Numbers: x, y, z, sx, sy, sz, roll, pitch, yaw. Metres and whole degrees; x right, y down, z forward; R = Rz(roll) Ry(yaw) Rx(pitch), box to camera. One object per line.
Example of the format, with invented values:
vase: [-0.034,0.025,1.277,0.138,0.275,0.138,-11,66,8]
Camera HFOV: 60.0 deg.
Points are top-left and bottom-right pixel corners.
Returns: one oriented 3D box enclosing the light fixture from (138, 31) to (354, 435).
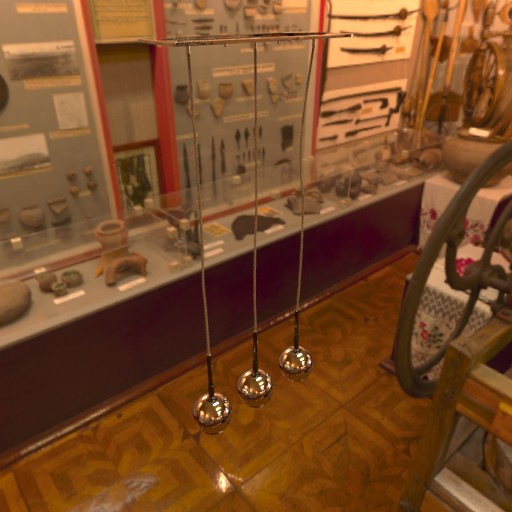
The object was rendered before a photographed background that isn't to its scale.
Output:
light fixture: [0.000,0.000,1.581,0.623,1.408,0.188,-21,36,-33]
